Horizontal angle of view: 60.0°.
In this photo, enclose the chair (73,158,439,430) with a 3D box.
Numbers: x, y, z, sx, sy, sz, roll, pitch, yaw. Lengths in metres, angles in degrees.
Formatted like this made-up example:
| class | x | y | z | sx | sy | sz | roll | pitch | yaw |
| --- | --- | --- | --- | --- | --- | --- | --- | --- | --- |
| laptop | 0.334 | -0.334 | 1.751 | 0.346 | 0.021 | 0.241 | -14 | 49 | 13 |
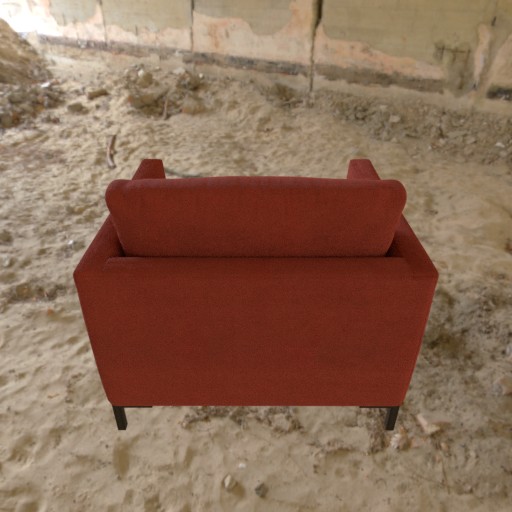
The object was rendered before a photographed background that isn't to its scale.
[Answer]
| class | x | y | z | sx | sy | sz | roll | pitch | yaw |
| --- | --- | --- | --- | --- | --- | --- | --- | --- | --- |
| chair | 0.000 | 0.000 | 1.592 | 0.964 | 0.812 | 0.875 | 0 | 32 | 0 |
